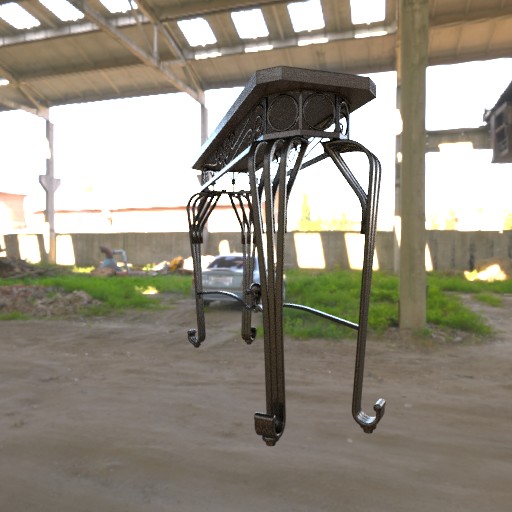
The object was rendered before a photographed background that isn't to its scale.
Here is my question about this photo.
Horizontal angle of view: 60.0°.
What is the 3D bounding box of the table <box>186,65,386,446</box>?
[{"bbox_3d":[0.000,0.000,1.469,0.329,0.800,1.112,0,0,-16],"label":"table"}]
